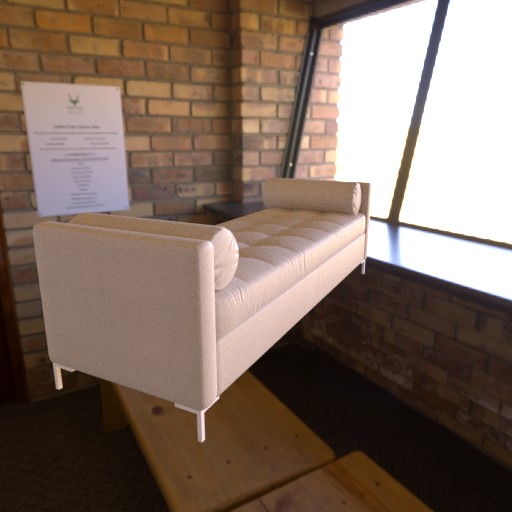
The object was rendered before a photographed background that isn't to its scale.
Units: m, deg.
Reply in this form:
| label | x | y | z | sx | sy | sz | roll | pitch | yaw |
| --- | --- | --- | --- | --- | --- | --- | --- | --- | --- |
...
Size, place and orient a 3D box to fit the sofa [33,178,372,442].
| label | x | y | z | sx | sy | sz | roll | pitch | yaw |
| --- | --- | --- | --- | --- | --- | --- | --- | --- | --- |
| sofa | 0.000 | 0.000 | 2.261 | 0.686 | 0.635 | 1.981 | 8 | 17 | 26 |
